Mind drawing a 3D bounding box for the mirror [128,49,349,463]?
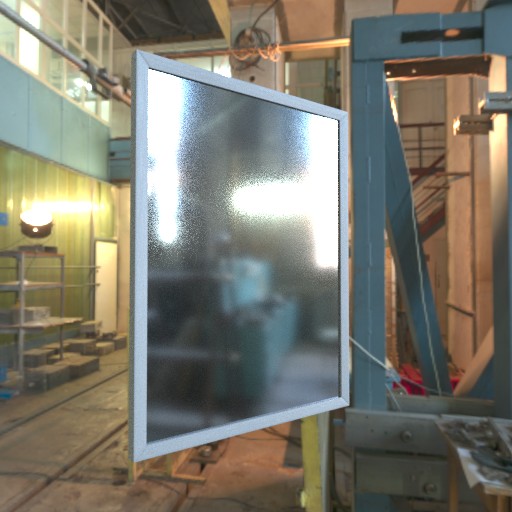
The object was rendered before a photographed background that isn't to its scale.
[{"bbox_3d":[0.000,0.000,1.326,0.762,1.016,0.040,1,-2,-36],"label":"mirror"}]
